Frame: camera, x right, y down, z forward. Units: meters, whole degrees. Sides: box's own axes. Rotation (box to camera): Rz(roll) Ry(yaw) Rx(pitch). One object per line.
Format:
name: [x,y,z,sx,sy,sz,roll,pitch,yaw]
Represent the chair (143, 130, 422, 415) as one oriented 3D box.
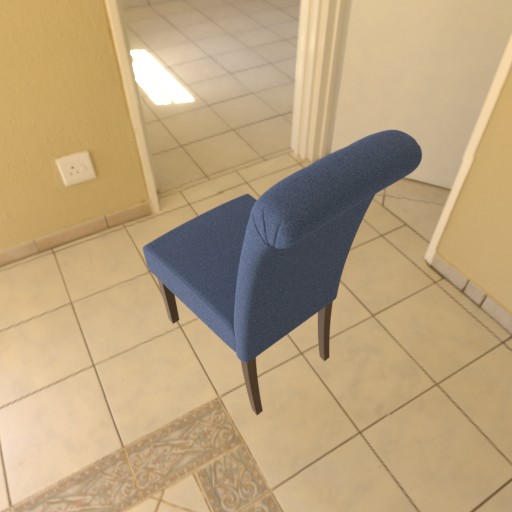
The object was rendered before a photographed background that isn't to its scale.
chair: [0.000,0.000,1.375,0.456,1.006,0.671,-31,54,-26]
